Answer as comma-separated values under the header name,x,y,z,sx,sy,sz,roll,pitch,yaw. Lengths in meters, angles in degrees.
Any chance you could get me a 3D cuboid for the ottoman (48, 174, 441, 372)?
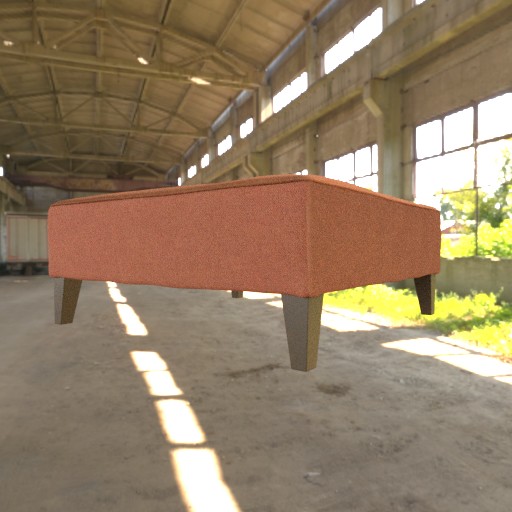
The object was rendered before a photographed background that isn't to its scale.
name,x,y,z,sx,sy,sz,roll,pitch,yaw
ottoman,0.000,0.000,1.545,0.999,0.438,0.997,1,2,36
